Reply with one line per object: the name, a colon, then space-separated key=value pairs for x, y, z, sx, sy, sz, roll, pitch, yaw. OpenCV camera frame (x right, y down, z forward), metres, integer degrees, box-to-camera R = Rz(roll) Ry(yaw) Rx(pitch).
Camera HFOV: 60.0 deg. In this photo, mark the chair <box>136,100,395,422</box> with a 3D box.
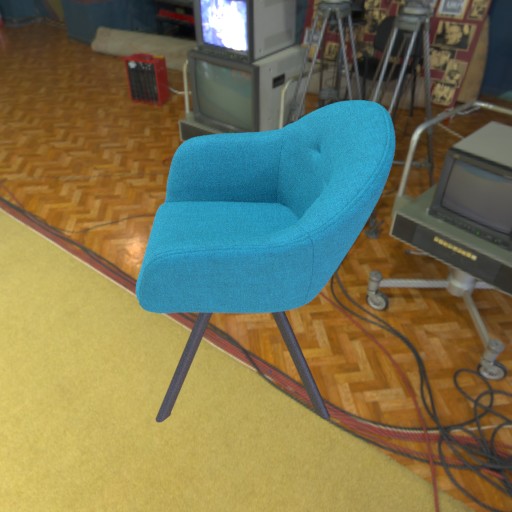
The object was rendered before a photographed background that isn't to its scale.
chair: x=0.000 y=0.000 z=1.166 sx=0.565 sy=0.775 sz=0.545 roll=-1 pitch=40 yaw=-1
